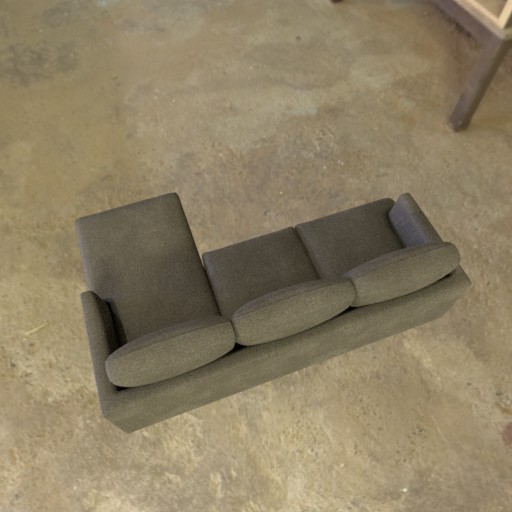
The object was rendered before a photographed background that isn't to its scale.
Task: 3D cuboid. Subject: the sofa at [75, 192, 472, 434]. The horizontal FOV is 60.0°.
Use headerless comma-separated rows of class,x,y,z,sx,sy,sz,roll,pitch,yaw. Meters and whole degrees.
sofa,0.000,0.000,2.992,2.233,0.956,1.504,-18,61,-10
